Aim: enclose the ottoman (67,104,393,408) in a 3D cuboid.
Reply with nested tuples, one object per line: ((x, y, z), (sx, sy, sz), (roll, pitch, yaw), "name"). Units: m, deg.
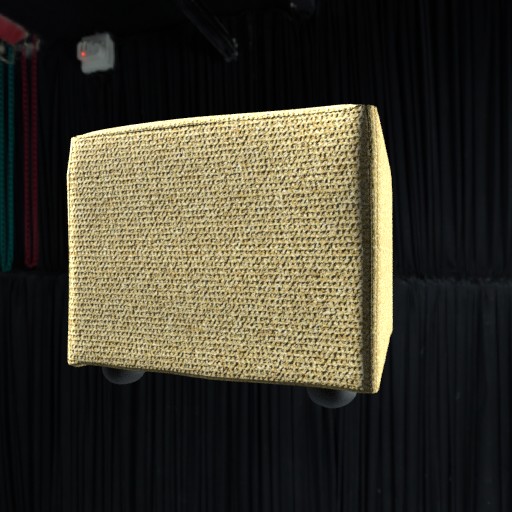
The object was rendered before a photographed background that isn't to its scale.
((0.000, 0.000, 0.881), (0.505, 0.441, 0.512), (0, 0, 19), "ottoman")
